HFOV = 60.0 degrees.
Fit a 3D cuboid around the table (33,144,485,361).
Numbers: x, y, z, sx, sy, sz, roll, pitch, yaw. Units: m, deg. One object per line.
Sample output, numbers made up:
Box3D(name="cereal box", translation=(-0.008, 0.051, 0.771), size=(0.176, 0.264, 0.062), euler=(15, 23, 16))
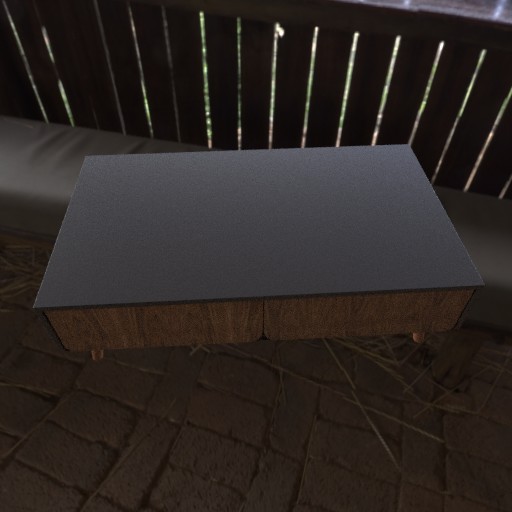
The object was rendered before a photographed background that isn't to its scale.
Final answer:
Box3D(name="table", translation=(0.000, 0.000, 1.551), size=(1.201, 0.404, 0.703), euler=(-3, 47, -2))
